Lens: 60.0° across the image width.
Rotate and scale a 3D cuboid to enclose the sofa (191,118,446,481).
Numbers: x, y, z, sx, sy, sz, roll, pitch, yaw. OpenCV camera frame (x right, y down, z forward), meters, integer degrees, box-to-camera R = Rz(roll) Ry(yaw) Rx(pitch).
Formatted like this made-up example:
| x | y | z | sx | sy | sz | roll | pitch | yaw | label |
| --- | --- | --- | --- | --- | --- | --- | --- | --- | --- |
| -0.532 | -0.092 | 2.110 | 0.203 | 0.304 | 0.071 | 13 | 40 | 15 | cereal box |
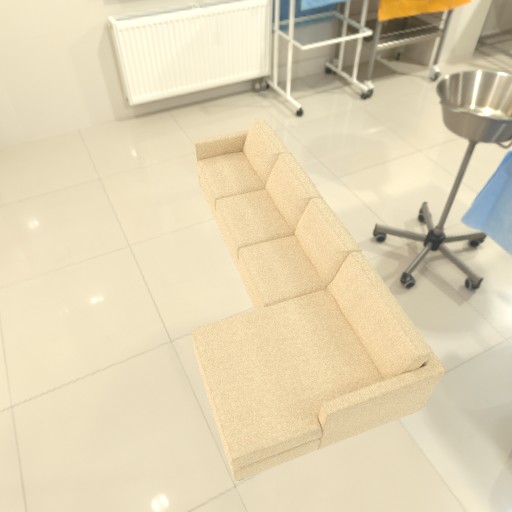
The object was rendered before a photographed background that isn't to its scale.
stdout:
| x | y | z | sx | sy | sz | roll | pitch | yaw | label |
| --- | --- | --- | --- | --- | --- | --- | --- | --- | --- |
| 0.000 | 0.000 | 4.195 | 1.603 | 0.954 | 3.471 | -15 | 49 | -14 | sofa |
